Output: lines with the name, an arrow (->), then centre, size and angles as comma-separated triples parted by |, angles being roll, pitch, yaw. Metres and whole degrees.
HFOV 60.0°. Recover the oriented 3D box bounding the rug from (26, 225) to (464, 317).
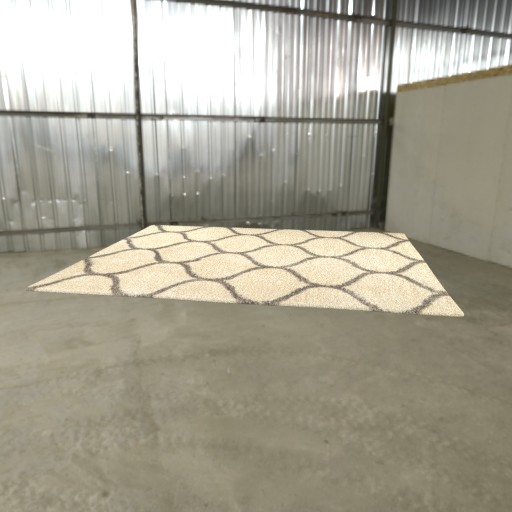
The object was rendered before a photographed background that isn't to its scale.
rug -> 0.000, 0.000, 4.098 | 3.000, 0.026, 2.399 | 2, 15, 9
